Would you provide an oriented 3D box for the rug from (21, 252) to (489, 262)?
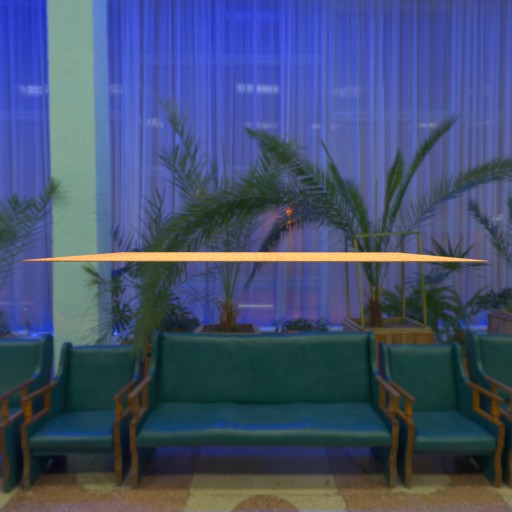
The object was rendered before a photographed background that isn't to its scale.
[{"bbox_3d":[0.000,0.000,2.926,2.285,0.006,1.524,0,2,2],"label":"rug"}]
